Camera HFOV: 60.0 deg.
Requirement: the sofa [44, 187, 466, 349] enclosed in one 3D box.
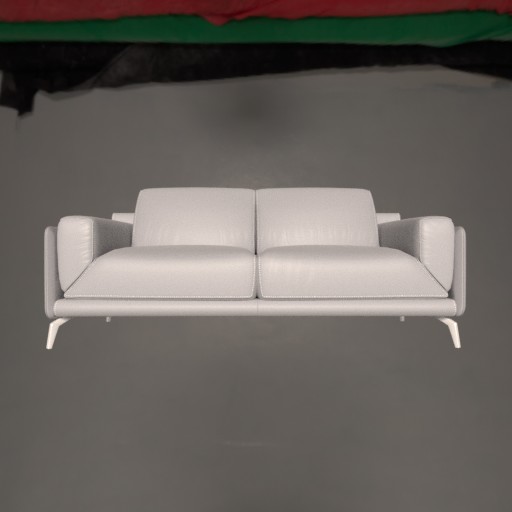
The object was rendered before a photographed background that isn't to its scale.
[{"bbox_3d":[0.000,0.000,2.630,2.100,0.900,0.969,0,1,-1],"label":"sofa"}]
